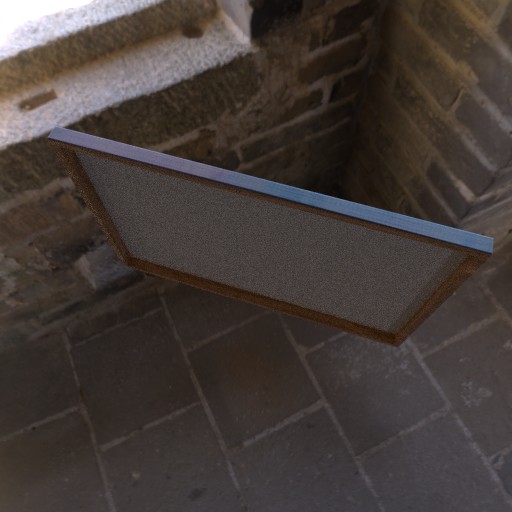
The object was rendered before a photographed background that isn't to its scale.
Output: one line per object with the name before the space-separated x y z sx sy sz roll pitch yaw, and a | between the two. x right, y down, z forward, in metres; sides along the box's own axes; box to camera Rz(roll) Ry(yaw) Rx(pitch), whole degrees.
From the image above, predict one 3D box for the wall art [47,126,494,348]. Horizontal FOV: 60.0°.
wall art | 0.000 0.000 1.143 0.911 0.605 0.037 16 64 8
